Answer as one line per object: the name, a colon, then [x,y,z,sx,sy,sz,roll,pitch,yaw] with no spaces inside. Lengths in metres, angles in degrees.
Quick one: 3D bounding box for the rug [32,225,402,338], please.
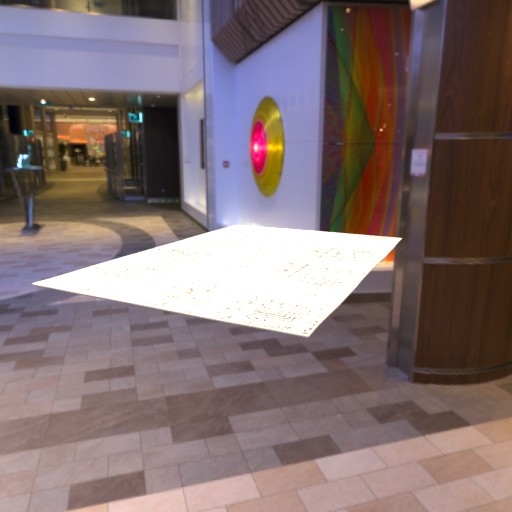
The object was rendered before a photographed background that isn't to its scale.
rug: [0.000,0.000,3.257,1.706,0.026,2.438,6,15,26]
